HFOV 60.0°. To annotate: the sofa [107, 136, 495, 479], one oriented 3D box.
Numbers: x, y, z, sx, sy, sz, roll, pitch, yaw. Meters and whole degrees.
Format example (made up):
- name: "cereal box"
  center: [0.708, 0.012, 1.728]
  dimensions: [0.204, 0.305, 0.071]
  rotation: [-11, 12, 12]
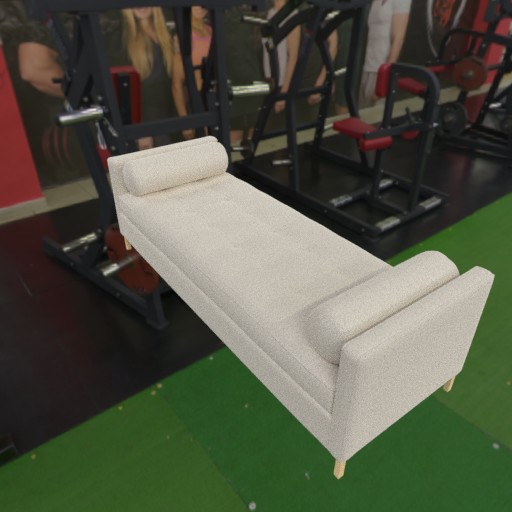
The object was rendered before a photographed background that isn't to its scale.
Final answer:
- name: "sofa"
  center: [0.000, 0.000, 2.256]
  dimensions: [0.746, 0.641, 1.985]
  rotation: [-22, 39, -30]
